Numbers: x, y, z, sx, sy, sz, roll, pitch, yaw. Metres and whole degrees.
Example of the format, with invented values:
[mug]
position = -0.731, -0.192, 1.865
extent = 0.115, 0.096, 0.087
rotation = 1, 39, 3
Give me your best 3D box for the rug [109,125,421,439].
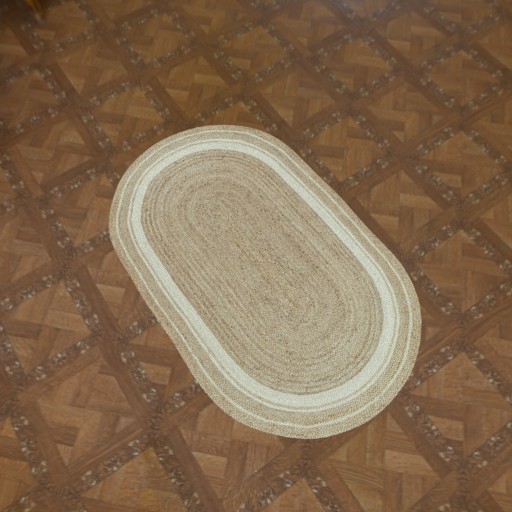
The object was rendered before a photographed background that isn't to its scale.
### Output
[rug]
position = 0.000, 0.000, 2.959
extent = 1.520, 0.006, 2.432
rotation = -33, 69, -15
